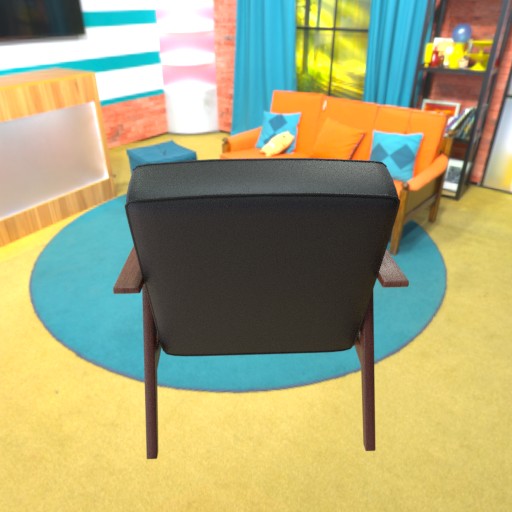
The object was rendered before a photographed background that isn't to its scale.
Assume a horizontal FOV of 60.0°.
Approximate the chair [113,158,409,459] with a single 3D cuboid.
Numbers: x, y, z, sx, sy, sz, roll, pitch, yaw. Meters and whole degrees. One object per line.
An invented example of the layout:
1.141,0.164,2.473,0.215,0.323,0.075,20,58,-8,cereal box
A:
0.000,0.000,1.488,0.719,0.861,0.889,-1,31,-2,chair
